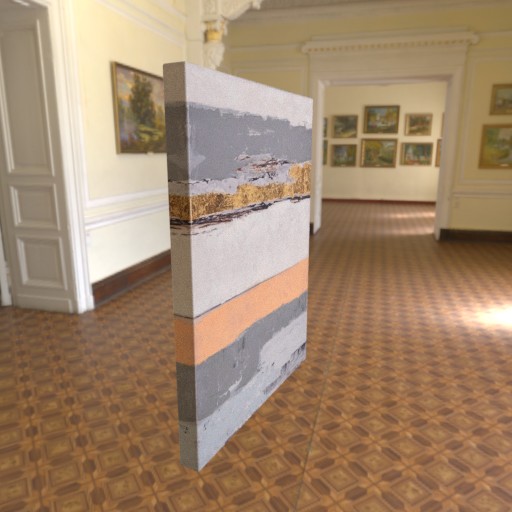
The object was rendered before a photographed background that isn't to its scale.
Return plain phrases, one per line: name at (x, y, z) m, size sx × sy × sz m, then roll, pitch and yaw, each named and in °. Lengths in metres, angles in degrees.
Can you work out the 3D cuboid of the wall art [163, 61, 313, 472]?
wall art at (0.000, 0.000, 0.838) m, size 0.038 × 0.609 × 0.456 m, roll 7°, pitch 15°, yaw 27°
